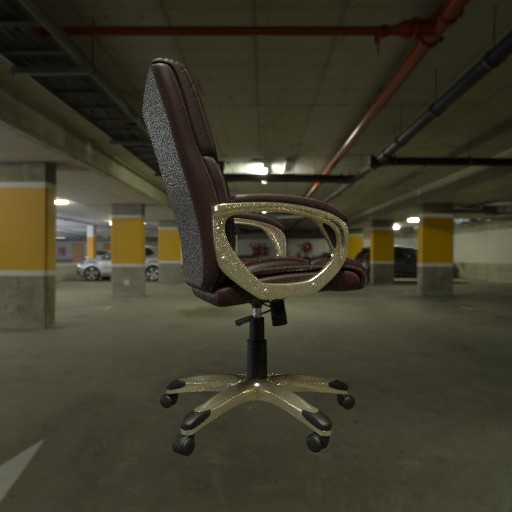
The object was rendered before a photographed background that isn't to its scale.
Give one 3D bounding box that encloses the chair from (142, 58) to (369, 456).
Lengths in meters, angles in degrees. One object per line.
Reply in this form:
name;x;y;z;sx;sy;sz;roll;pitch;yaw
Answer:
chair;0.000;0.000;1.516;0.739;1.107;0.662;0;0;-17
